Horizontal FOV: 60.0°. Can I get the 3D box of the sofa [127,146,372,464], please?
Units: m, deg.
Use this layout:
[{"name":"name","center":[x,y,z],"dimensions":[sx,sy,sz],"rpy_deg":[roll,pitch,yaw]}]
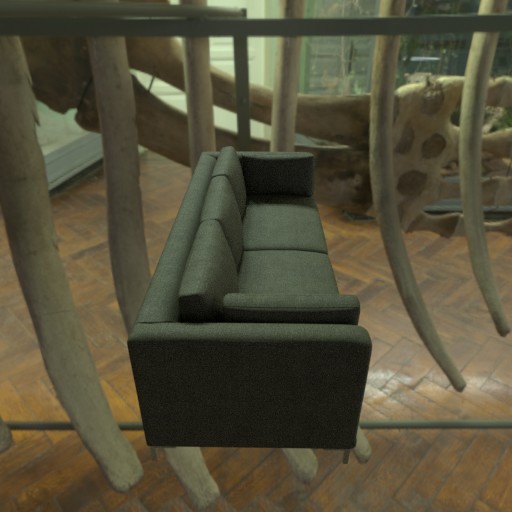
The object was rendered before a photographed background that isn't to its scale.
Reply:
[{"name":"sofa","center":[0.000,0.000,2.903],"dimensions":[0.969,0.867,2.415],"rpy_deg":[0,30,1]}]
